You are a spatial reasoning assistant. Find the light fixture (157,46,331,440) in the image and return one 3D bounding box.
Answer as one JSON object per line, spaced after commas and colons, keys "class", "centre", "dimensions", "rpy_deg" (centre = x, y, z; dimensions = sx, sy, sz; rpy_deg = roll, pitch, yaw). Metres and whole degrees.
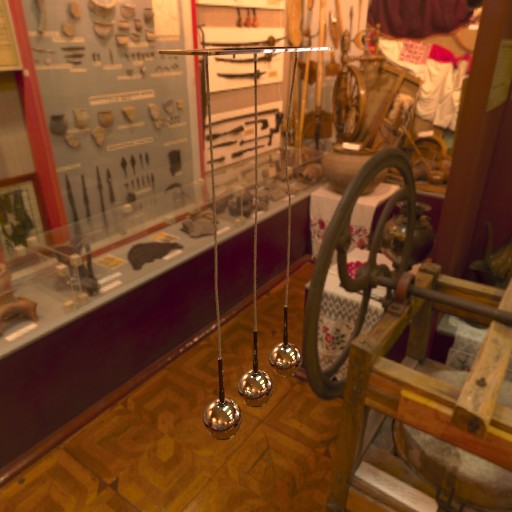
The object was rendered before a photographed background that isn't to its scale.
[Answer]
{"class": "light fixture", "centre": [0.000, 0.000, 1.659], "dimensions": [0.188, 1.408, 0.623], "rpy_deg": [19, 32, 33]}
